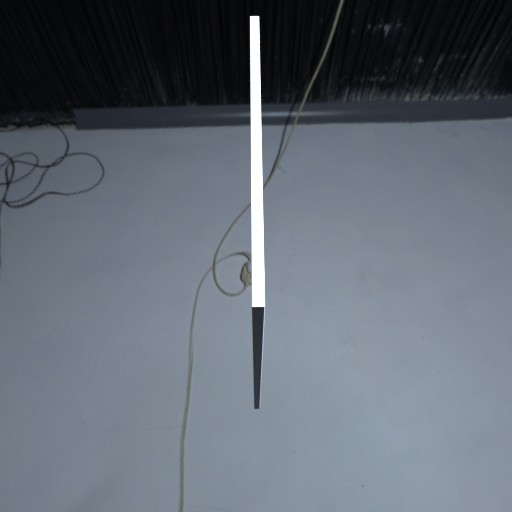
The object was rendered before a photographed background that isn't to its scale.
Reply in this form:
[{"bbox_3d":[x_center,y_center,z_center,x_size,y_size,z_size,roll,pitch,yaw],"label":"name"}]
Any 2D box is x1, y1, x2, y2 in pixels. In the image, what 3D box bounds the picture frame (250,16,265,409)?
[{"bbox_3d":[0.000,0.000,0.841,0.013,0.657,0.457,-1,63,0],"label":"picture frame"}]
